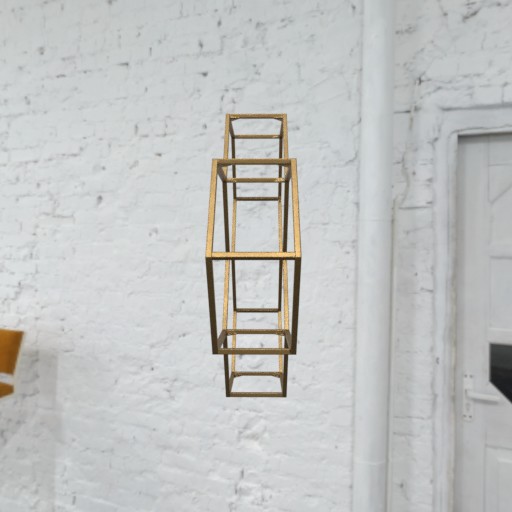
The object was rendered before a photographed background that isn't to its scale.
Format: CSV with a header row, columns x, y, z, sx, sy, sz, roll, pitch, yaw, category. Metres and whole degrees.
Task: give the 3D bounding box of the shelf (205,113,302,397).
x,y,z,sx,sy,sz,roll,pitch,yaw,category
0.000,0.000,1.044,0.150,0.701,0.708,0,0,1,shelf
